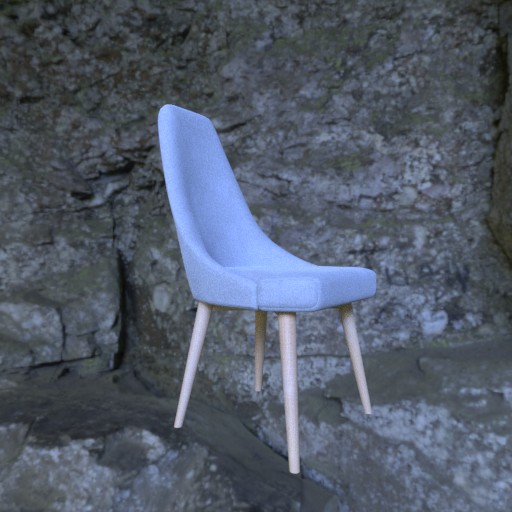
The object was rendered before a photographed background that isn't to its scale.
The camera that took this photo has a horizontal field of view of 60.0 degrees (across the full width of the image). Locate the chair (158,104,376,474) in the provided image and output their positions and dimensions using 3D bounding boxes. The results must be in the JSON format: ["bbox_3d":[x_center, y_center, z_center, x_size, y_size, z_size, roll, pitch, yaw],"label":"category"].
[{"bbox_3d":[0.000,0.000,1.418,0.660,1.040,0.510,1,1,36],"label":"chair"}]
